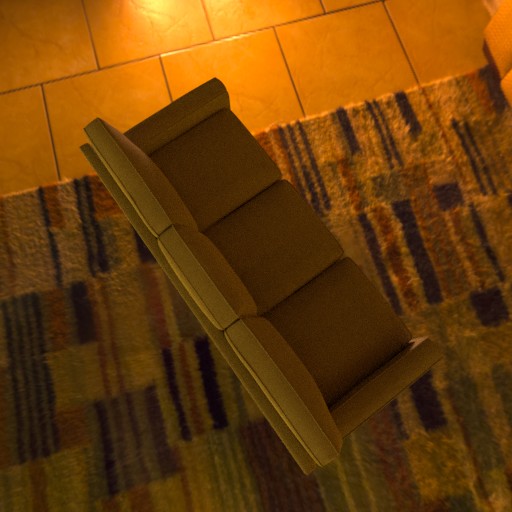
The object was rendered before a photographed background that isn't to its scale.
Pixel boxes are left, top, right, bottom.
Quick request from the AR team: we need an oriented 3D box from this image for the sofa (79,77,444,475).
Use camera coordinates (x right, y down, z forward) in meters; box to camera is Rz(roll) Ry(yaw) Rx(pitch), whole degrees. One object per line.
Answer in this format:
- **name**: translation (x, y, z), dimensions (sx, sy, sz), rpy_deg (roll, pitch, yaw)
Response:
- **sofa**: translation (0.000, 0.000, 2.553), dimensions (0.936, 0.862, 2.093), rpy_deg (-35, 78, -9)
